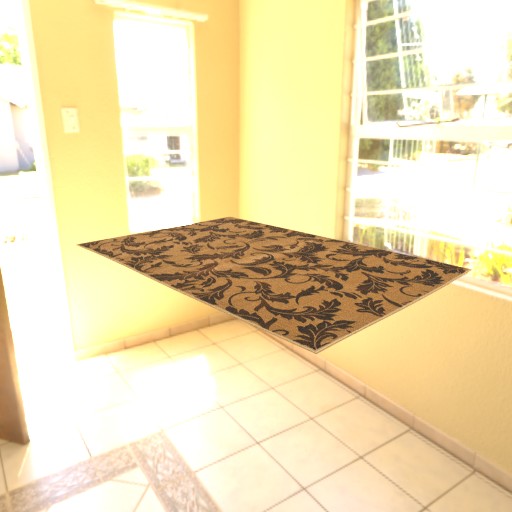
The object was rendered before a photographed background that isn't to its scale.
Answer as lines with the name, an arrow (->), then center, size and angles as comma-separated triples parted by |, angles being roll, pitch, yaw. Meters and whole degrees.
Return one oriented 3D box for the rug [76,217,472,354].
rug -> 0.000, 0.000, 3.000 | 1.522, 0.008, 2.284 | -15, 22, -42
